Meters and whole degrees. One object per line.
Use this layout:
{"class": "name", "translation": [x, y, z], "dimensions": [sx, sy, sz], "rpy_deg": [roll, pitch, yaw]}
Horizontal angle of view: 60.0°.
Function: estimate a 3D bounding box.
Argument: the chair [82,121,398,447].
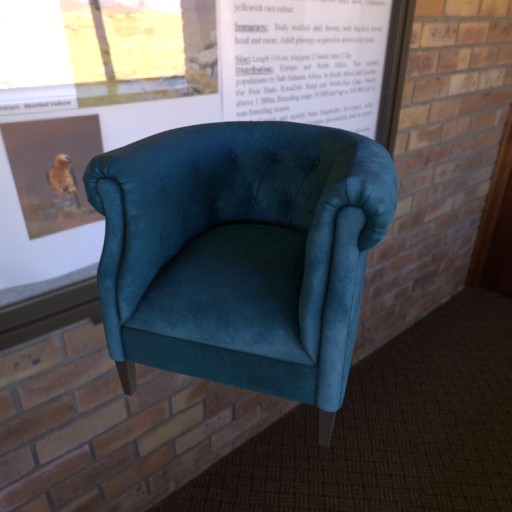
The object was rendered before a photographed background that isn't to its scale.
{"class": "chair", "translation": [0.000, 0.000, 1.595], "dimensions": [0.904, 0.826, 0.851], "rpy_deg": [9, 29, 16]}
